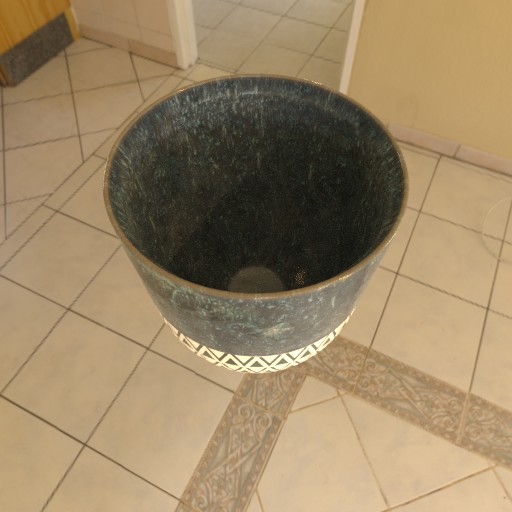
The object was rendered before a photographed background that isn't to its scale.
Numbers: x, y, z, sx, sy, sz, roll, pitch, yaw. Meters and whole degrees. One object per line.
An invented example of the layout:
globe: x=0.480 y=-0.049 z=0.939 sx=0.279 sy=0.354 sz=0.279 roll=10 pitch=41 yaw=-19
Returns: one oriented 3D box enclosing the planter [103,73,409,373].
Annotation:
planter: x=0.000 y=0.000 z=0.375 sx=0.195 sy=0.214 sz=0.195 roll=0 pitch=57 yaw=0
